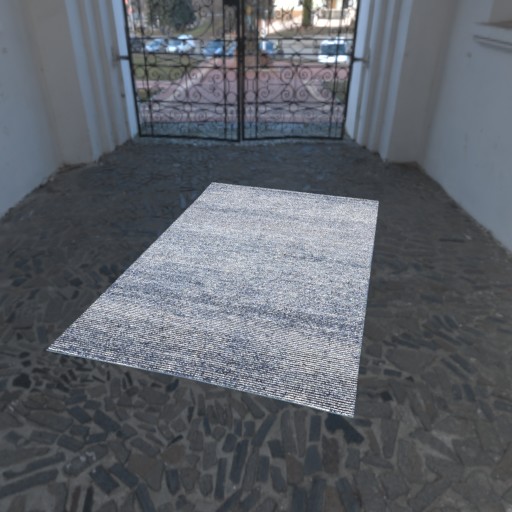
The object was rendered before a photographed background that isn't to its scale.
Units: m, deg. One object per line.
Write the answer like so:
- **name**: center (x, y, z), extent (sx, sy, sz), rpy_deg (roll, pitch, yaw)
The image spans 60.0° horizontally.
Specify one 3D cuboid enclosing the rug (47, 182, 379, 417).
- **rug**: center (0.000, 0.000, 2.236), extent (1.135, 0.010, 1.740), rpy_deg (8, 32, 14)
